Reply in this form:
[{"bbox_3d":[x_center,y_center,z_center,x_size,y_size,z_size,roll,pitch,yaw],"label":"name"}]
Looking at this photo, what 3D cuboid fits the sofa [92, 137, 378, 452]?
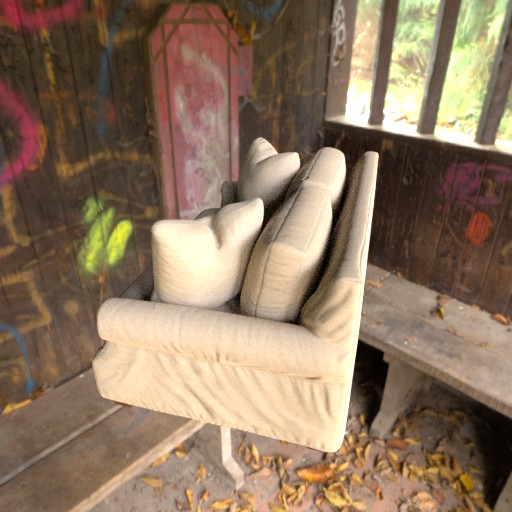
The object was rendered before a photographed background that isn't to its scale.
[{"bbox_3d":[0.000,0.000,2.205,1.070,0.905,1.550,8,30,13],"label":"sofa"}]
